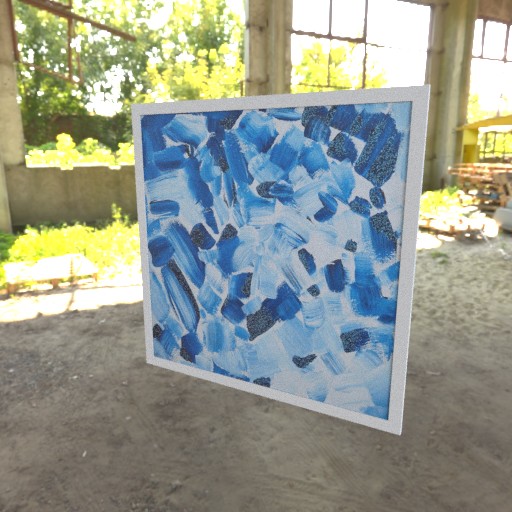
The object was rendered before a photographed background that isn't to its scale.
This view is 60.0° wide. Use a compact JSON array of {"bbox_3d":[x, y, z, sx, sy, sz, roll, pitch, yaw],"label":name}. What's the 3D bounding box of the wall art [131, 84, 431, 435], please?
[{"bbox_3d":[0.000,0.000,1.190,0.812,0.812,0.015,7,15,28],"label":"wall art"}]
